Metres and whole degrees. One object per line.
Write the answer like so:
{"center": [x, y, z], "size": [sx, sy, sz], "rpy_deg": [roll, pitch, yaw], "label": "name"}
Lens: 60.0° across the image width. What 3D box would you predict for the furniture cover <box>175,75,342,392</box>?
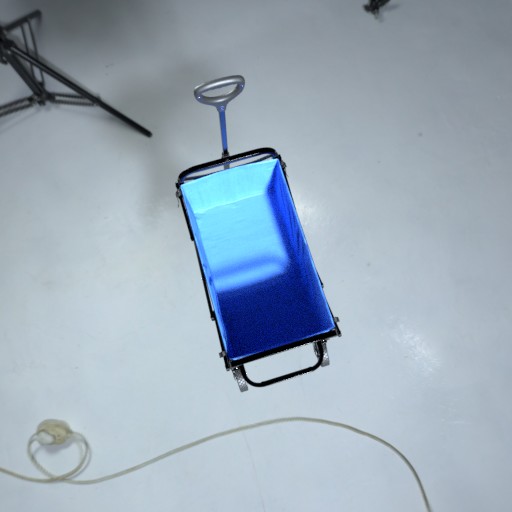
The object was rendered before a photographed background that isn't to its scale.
{"center": [0.000, 0.000, 1.808], "size": [0.532, 1.295, 1.038], "rpy_deg": [-16, 77, -4], "label": "furniture cover"}
